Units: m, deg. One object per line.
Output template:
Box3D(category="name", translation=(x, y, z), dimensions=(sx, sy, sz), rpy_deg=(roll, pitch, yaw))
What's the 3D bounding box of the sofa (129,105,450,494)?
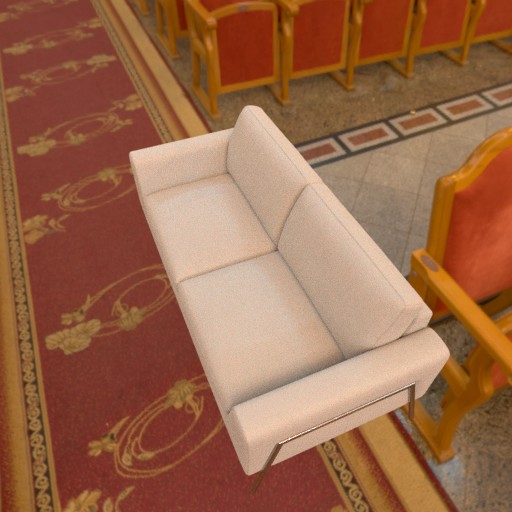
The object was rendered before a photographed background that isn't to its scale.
Box3D(category="sofa", translation=(0.000, 0.000, 2.486), dimensions=(0.953, 0.875, 2.017), rpy_deg=(-18, 50, -15))
